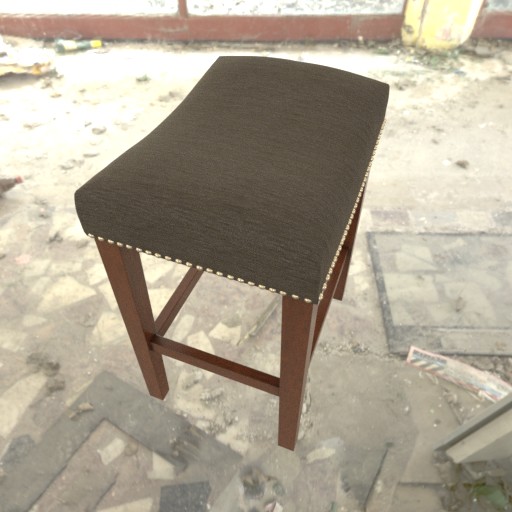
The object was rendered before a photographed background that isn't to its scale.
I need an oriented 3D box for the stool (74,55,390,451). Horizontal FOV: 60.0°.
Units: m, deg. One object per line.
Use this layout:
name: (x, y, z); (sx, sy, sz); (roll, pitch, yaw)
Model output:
stool: (0.000, 0.000, 0.942); (0.372, 0.654, 0.504); (16, 49, 14)
